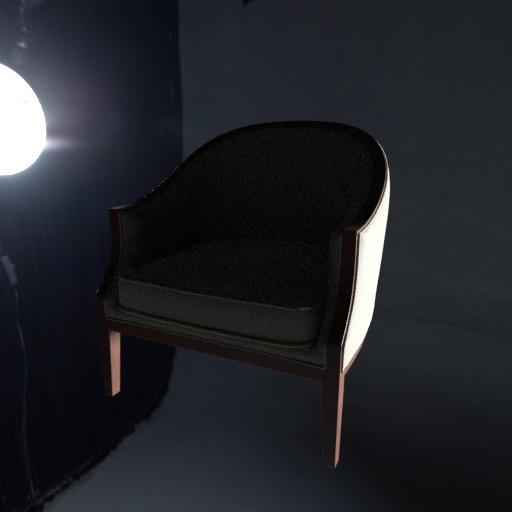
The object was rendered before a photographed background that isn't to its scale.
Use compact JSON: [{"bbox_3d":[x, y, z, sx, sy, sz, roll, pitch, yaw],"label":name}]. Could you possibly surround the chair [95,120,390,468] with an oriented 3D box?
[{"bbox_3d":[0.000,0.000,1.465,0.803,0.876,0.735,7,17,25],"label":"chair"}]
